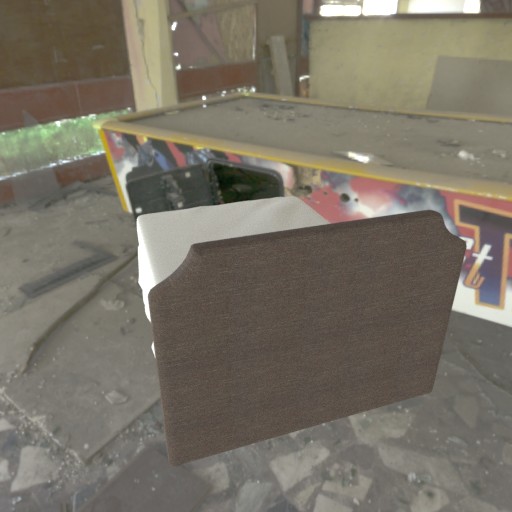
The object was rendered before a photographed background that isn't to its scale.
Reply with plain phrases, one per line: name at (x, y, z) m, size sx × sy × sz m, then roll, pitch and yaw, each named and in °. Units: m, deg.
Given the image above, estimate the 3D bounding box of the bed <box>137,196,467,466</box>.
bed at (0.000, 0.000, 3.203) m, size 1.693 × 1.290 × 2.116 m, roll -9°, pitch 29°, yaw -17°
